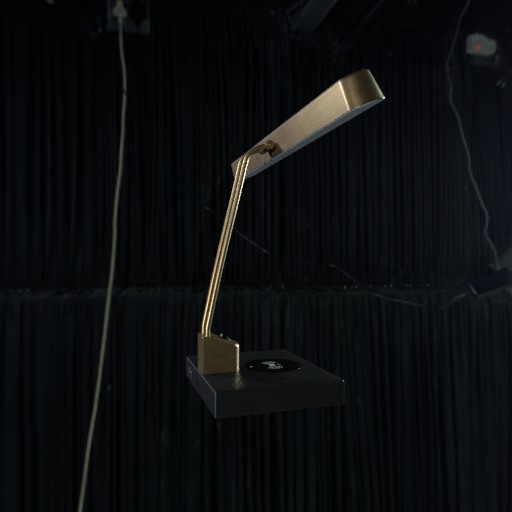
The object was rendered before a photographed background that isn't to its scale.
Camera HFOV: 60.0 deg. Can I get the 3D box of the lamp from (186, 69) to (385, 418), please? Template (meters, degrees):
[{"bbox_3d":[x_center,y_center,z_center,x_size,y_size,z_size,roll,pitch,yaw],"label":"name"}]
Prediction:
[{"bbox_3d":[0.000,0.000,0.579,0.156,0.345,0.412,0,-1,-18],"label":"lamp"}]
